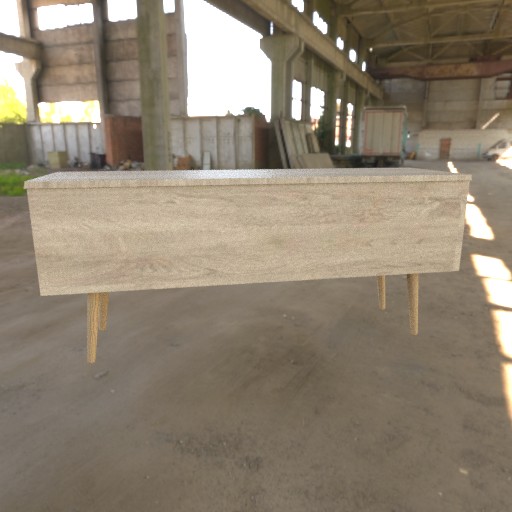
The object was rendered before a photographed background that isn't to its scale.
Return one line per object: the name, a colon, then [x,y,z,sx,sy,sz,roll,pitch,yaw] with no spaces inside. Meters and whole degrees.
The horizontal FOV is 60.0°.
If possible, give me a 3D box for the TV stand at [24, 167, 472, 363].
TV stand: [0.000,0.000,1.533,1.313,0.565,0.401,-3,15,-11]
